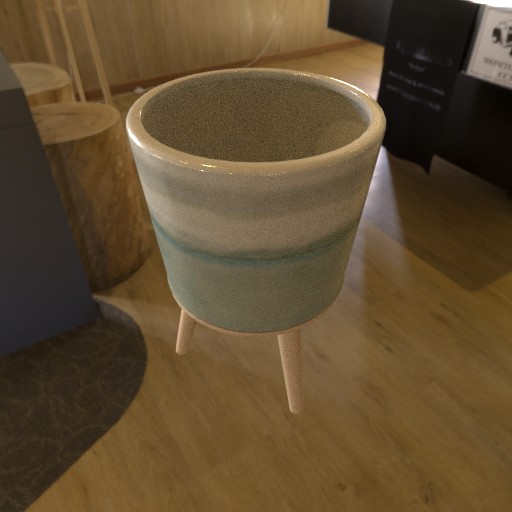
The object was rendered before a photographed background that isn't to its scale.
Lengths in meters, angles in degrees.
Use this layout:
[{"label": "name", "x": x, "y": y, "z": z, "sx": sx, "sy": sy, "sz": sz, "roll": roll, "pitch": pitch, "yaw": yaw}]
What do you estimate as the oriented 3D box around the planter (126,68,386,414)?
[{"label": "planter", "x": 0.000, "y": 0.000, "z": 0.589, "sx": 0.265, "sy": 0.404, "sz": 0.265, "roll": -11, "pitch": 41, "yaw": -13}]
